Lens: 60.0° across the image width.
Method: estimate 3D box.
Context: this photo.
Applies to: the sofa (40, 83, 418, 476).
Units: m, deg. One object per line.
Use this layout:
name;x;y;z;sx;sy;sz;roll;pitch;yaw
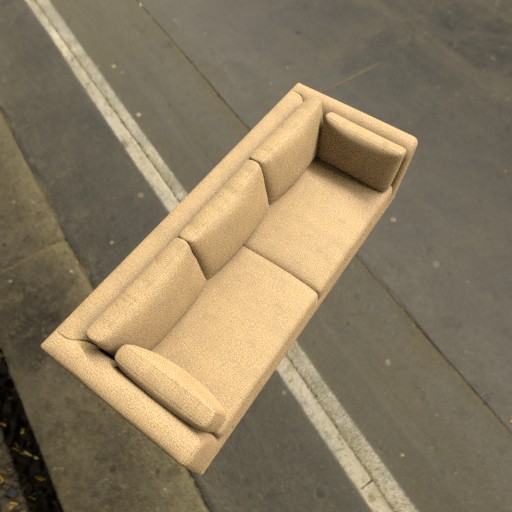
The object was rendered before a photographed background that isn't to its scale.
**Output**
sofa;0.000;0.000;2.847;0.969;0.867;2.415;32;65;17
